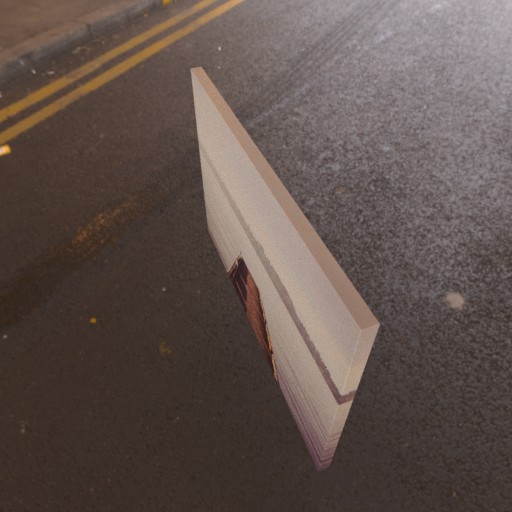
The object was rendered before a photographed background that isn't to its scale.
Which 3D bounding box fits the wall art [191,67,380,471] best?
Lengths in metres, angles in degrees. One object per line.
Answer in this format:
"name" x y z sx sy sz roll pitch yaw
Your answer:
"wall art" 0.000 0.000 0.773 0.021 0.410 0.615 -16 49 -14
